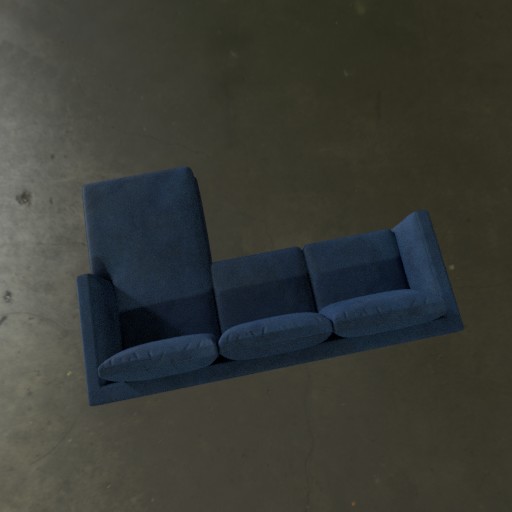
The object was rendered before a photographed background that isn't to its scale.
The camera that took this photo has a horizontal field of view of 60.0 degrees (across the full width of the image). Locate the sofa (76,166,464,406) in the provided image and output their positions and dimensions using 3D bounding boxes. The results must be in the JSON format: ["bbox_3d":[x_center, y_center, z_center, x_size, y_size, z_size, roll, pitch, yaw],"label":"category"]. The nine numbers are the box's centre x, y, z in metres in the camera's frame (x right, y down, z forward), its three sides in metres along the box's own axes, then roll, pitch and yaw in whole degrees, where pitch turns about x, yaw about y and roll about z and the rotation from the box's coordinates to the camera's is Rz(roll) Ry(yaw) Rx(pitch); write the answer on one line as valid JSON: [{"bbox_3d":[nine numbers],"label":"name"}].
[{"bbox_3d":[0.000,0.000,3.238,2.438,0.987,1.622,-11,76,-3],"label":"sofa"}]
